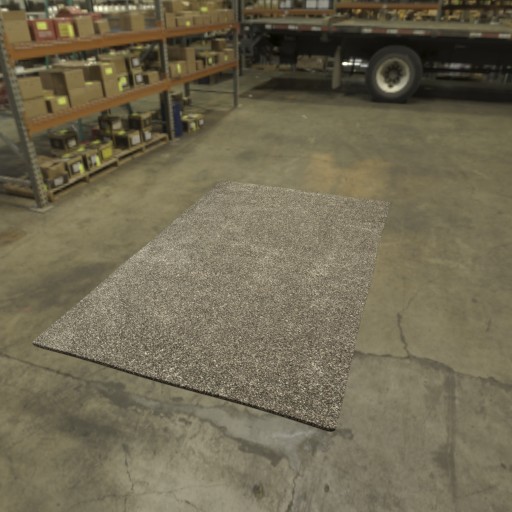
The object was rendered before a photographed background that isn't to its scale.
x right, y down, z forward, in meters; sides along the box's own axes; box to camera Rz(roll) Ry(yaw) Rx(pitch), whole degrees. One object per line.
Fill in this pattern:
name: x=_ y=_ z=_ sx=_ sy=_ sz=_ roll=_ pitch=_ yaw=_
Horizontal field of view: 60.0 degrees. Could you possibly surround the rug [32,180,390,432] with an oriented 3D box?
rug: x=0.000 y=0.000 z=2.906 sx=1.502 sy=0.025 sz=2.350 roll=10 pitch=32 yaw=17
